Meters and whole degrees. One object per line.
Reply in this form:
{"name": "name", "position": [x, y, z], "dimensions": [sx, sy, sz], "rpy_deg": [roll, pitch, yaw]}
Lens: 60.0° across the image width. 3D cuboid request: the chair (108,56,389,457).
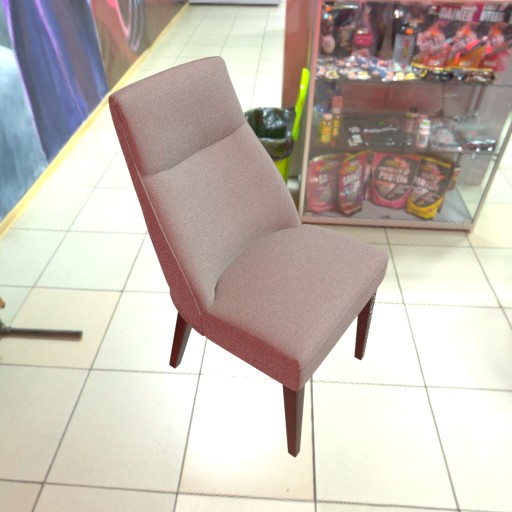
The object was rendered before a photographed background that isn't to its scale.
{"name": "chair", "position": [0.000, 0.000, 1.267], "dimensions": [0.620, 0.930, 0.500], "rpy_deg": [26, 47, 27]}
